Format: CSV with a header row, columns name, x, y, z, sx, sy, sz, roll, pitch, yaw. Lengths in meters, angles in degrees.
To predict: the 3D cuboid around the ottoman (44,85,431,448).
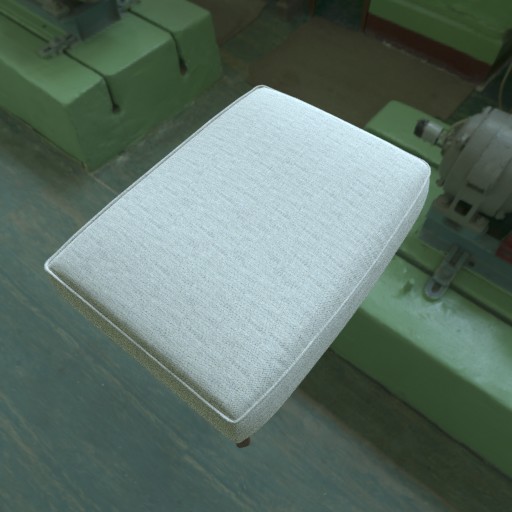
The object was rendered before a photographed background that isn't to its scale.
name,x,y,z,sx,sy,sz,roll,pitch,yaw
ottoman,0.000,0.000,1.161,0.594,0.465,0.794,33,64,19
